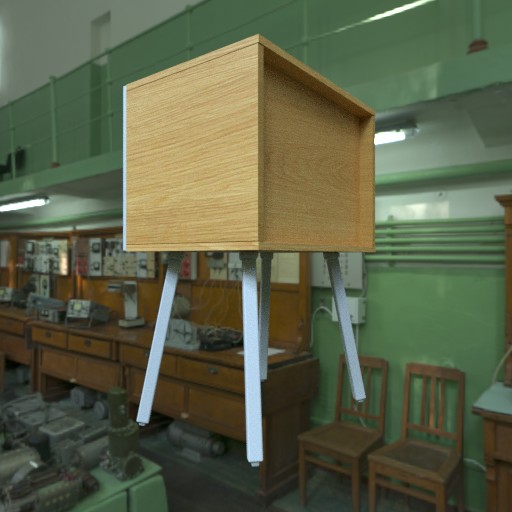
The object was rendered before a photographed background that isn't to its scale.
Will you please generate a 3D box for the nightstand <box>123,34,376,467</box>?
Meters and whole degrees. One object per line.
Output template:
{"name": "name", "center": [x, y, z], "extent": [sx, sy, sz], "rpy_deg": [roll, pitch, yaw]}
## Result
{"name": "nightstand", "center": [0.000, 0.000, 0.855], "extent": [0.316, 0.601, 0.400], "rpy_deg": [0, 0, 38]}
